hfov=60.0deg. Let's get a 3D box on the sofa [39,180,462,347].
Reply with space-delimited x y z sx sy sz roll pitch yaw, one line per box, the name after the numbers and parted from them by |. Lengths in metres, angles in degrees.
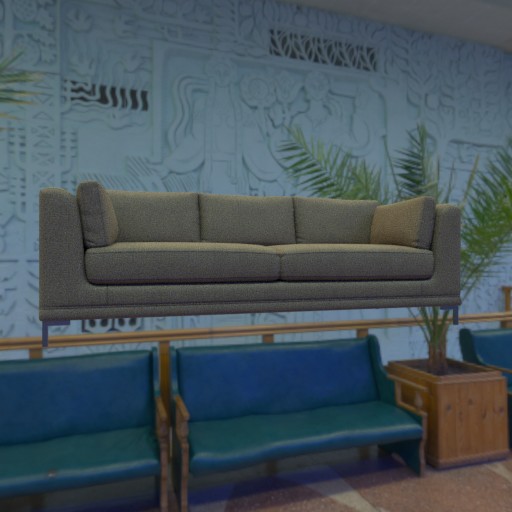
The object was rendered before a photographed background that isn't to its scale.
0.000 0.000 2.873 2.415 0.867 0.969 0 0 -17 | sofa
